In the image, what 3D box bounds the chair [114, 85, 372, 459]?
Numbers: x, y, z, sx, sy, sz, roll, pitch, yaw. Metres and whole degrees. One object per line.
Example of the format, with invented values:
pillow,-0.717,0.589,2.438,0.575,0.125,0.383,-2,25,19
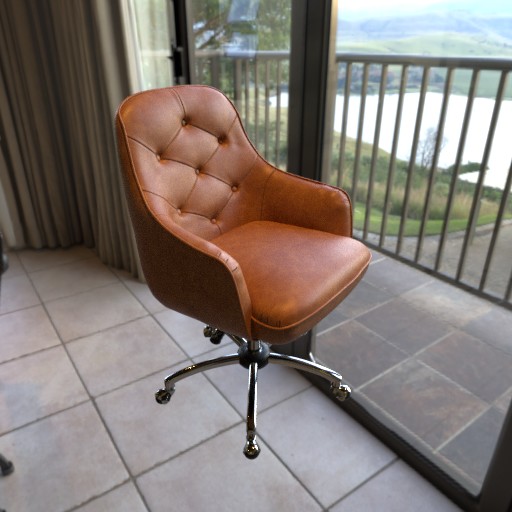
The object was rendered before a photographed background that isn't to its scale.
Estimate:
chair,0.000,0.000,1.307,0.615,0.909,0.628,18,31,32
